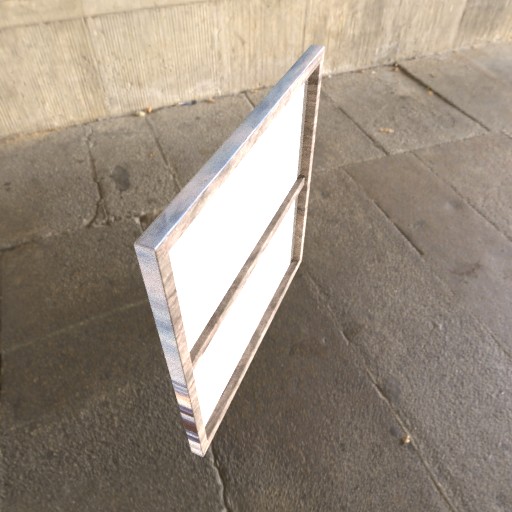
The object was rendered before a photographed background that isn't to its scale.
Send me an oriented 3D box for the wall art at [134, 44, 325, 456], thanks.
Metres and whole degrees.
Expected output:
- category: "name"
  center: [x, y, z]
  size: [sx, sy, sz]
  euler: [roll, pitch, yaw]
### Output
- category: "wall art"
  center: [0.000, 0.000, 1.094]
  size: [0.035, 0.747, 0.747]
  euler: [17, 49, 16]
